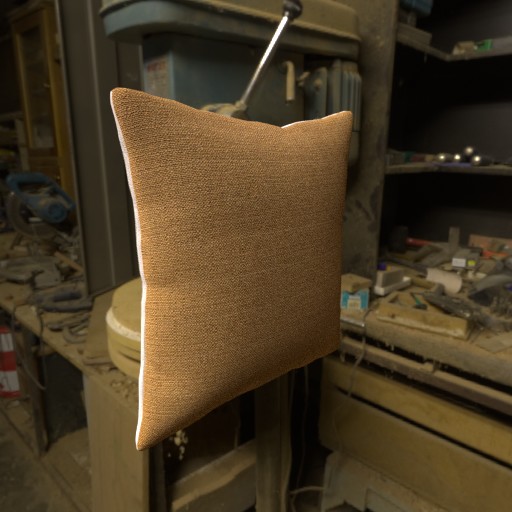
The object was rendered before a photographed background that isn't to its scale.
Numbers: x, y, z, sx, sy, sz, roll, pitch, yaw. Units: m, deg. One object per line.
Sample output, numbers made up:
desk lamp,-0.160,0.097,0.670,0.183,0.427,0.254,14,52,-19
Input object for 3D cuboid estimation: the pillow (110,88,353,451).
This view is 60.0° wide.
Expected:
pillow,0.000,0.000,0.658,0.432,0.437,0.147,-14,20,-43
